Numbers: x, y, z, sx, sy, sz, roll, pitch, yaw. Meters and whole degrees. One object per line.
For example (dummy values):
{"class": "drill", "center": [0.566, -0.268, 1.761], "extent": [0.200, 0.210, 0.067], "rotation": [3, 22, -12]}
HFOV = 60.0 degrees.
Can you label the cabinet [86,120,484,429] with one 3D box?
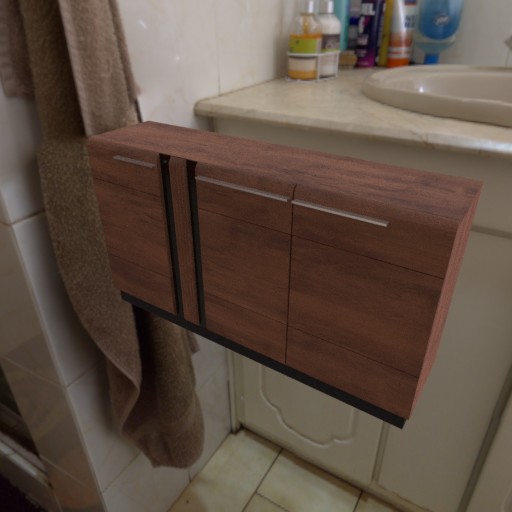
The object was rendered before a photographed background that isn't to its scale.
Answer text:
{"class": "cabinet", "center": [0.000, 0.000, 1.980], "extent": [1.600, 0.900, 0.420], "rotation": [18, 35, 28]}
